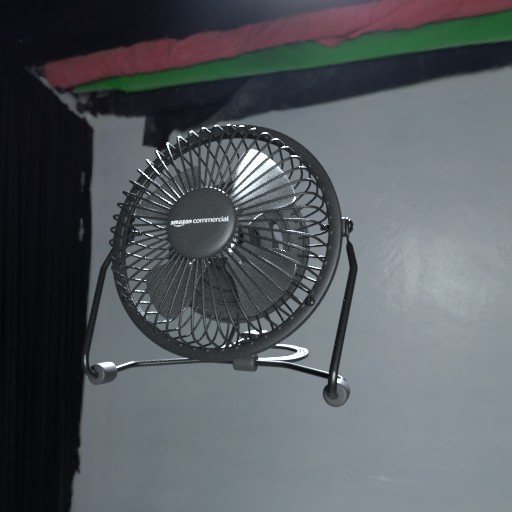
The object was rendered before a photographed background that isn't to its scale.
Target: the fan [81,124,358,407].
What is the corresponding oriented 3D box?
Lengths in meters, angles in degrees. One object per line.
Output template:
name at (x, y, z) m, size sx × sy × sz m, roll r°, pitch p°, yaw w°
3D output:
fan at (0.000, 0.000, 0.313) m, size 0.153 × 0.152 × 0.202 m, roll -1°, pitch -2°, yaw 18°
